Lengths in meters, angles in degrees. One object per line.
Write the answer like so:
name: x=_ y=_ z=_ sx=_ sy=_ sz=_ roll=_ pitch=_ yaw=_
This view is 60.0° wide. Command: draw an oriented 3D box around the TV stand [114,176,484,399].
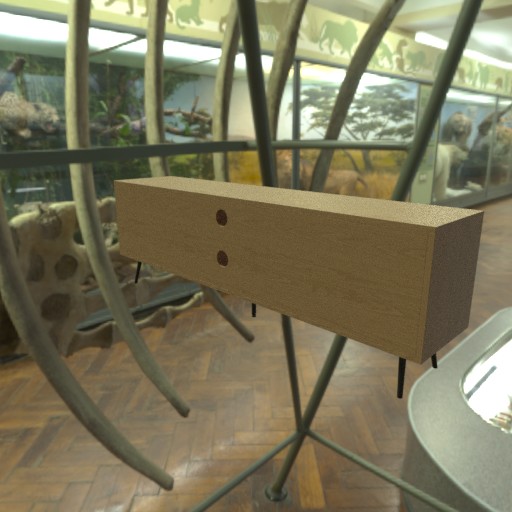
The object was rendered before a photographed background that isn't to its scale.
TV stand: x=0.000 y=0.000 z=2.004 sx=1.760 sy=0.580 sz=0.400 roll=15 pitch=21 yaw=43
